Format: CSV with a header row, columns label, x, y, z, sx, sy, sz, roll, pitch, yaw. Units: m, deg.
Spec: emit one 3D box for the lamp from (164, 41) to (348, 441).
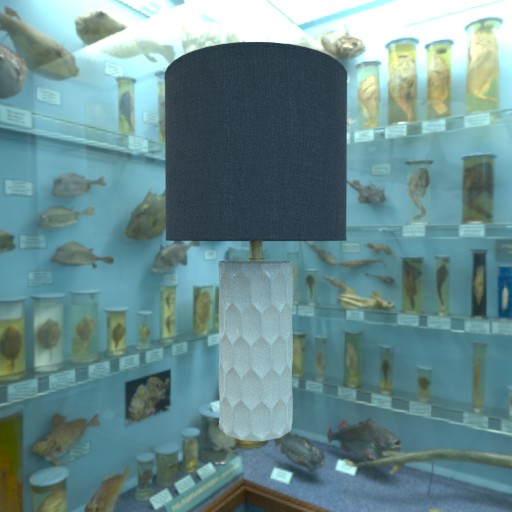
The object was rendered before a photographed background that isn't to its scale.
label,x,y,z,sx,sy,sz,roll,pitch,yaw
lamp,0.000,0.000,0.691,0.277,0.537,0.277,1,2,36
